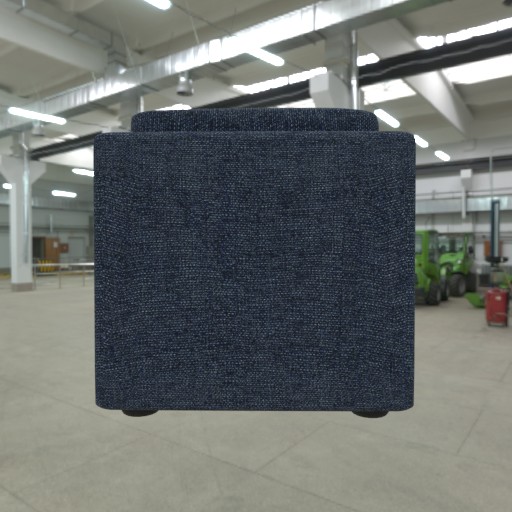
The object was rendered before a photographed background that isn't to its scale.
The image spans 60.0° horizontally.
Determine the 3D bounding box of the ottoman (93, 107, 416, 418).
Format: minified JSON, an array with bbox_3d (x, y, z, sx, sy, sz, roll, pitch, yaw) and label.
[{"bbox_3d":[0.000,0.000,0.828,0.450,0.460,0.450,0,1,1],"label":"ottoman"}]
